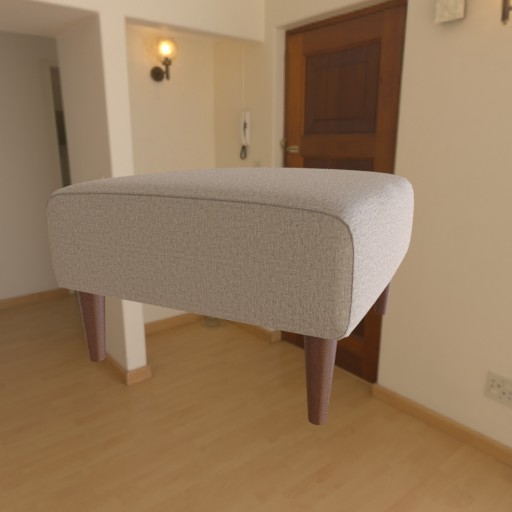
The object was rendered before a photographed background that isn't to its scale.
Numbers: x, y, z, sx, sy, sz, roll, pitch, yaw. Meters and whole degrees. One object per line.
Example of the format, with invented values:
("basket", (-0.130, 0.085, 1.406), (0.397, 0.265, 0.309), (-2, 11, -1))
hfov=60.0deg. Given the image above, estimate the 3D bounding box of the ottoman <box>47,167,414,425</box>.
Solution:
("ottoman", (0.000, 0.000, 1.060), (0.648, 0.399, 0.655), (7, 16, 25))
